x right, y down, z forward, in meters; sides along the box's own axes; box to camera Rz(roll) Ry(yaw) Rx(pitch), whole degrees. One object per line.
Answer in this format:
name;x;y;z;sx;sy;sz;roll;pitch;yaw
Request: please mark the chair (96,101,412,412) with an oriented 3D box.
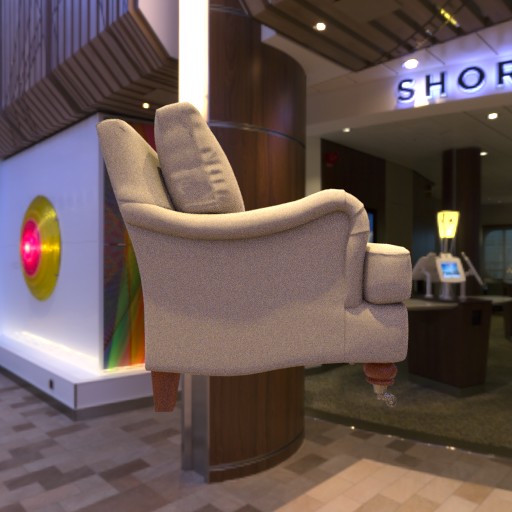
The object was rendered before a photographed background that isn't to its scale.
chair;0.000;0.000;1.883;1.078;1.076;0.895;0;0;-1
